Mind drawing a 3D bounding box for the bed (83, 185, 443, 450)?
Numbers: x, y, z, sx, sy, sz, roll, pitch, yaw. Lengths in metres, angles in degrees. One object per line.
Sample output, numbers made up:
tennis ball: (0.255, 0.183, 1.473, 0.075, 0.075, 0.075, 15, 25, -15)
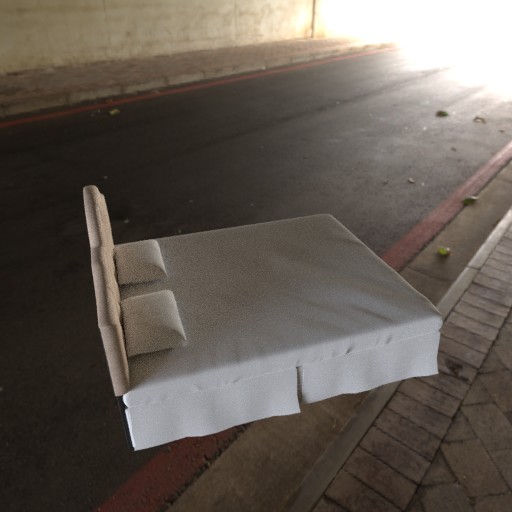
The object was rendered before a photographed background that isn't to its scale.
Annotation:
bed: (0.000, 0.000, 2.955, 1.970, 1.194, 1.667, -10, 32, -16)
